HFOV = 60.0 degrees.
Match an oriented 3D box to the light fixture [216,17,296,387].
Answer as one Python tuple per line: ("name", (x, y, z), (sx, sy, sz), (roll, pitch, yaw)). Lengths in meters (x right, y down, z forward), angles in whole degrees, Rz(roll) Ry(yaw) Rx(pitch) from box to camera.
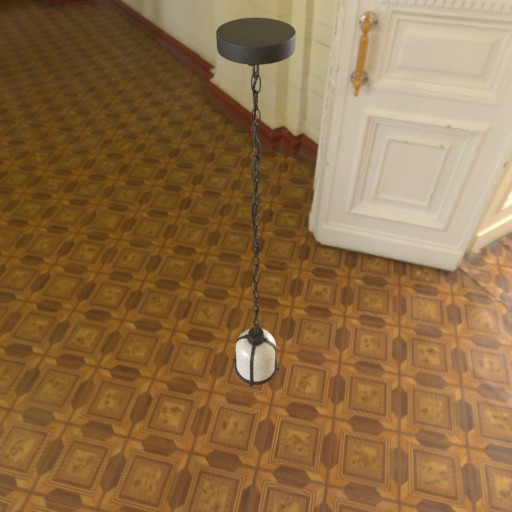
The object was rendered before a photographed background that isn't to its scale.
("light fixture", (0.000, 0.000, 1.233), (0.178, 1.181, 0.178), (9, 47, 9))
